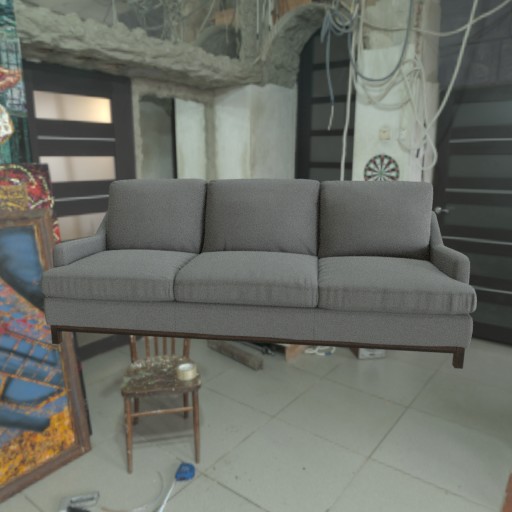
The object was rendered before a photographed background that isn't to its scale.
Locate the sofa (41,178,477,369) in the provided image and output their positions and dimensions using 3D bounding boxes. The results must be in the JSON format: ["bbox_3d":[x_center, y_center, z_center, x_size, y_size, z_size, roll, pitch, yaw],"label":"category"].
[{"bbox_3d":[0.000,0.000,2.770,2.344,0.926,0.987,2,13,8],"label":"sofa"}]
